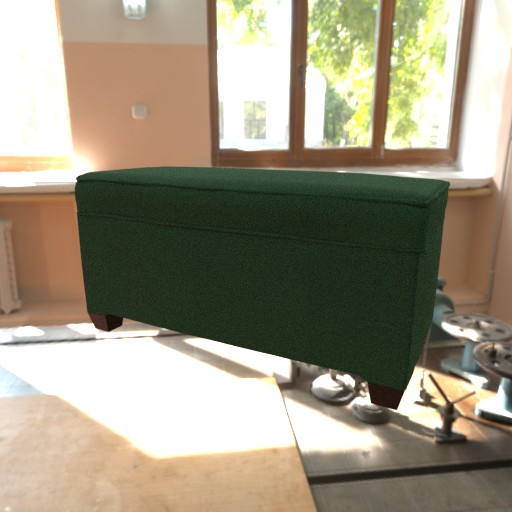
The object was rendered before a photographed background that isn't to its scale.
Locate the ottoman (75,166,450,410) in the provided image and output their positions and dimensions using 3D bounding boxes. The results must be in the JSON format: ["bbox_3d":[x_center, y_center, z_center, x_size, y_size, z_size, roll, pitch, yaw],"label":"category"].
[{"bbox_3d":[0.000,0.000,1.249,0.957,0.471,0.483,8,17,27],"label":"ottoman"}]
